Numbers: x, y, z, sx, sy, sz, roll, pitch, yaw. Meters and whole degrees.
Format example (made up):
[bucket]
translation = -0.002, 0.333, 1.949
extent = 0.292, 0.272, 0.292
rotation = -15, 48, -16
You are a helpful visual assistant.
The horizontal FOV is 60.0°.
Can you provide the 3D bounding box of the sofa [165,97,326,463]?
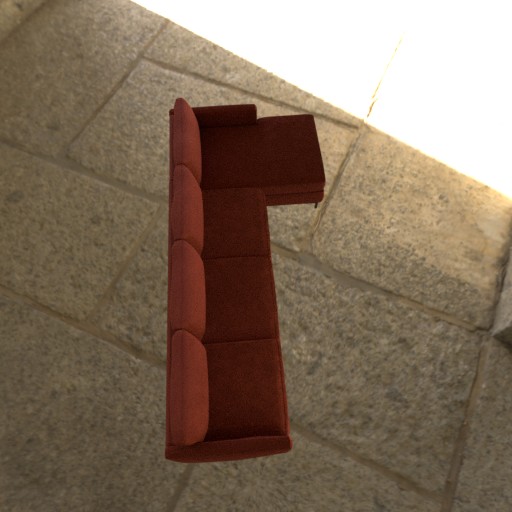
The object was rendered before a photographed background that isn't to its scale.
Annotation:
[sofa]
translation = 0.000, 0.000, 3.535
extent = 1.350, 0.810, 2.932
rotation = -4, 63, -2
